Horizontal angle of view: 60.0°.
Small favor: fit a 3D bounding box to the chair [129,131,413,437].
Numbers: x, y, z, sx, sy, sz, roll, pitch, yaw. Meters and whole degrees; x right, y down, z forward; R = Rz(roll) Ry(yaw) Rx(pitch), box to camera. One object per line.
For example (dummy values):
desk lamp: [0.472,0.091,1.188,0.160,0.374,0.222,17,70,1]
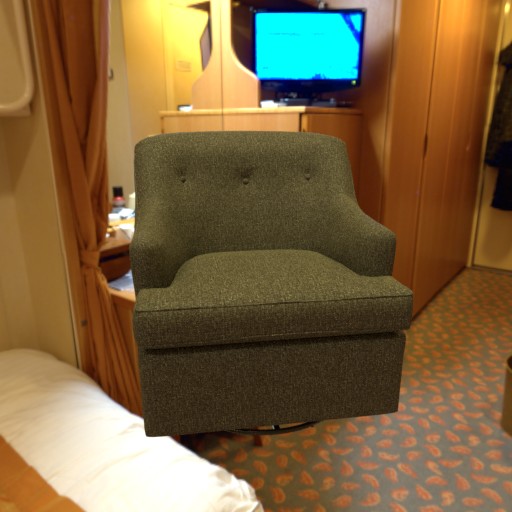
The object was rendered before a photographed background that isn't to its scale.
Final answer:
chair: [0.000,0.000,1.592,0.864,0.856,0.923,-3,17,-8]
